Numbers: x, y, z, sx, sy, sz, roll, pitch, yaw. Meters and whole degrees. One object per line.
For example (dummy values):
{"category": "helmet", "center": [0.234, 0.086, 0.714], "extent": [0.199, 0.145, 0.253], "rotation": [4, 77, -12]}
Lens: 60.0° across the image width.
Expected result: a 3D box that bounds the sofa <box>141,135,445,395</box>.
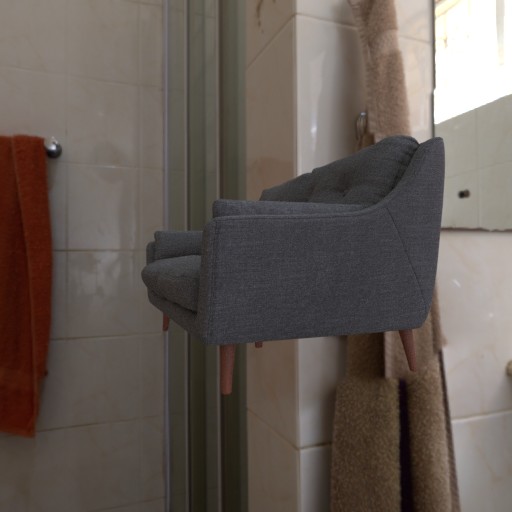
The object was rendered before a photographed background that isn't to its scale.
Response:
{"category": "sofa", "center": [0.000, 0.000, 2.141], "extent": [0.976, 0.887, 1.646], "rotation": [0, -1, -20]}
